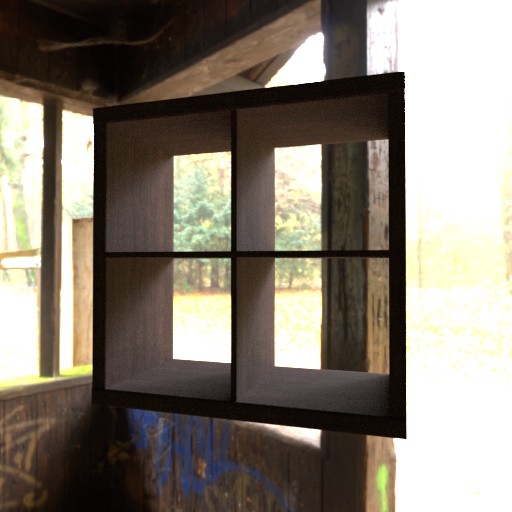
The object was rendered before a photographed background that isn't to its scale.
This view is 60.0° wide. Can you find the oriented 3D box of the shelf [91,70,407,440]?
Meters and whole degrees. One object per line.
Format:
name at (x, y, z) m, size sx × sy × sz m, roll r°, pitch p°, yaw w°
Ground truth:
shelf at (0.000, 0.000, 1.247) m, size 0.790 × 0.786 × 0.390 m, roll 0°, pitch -1°, yaw 17°
